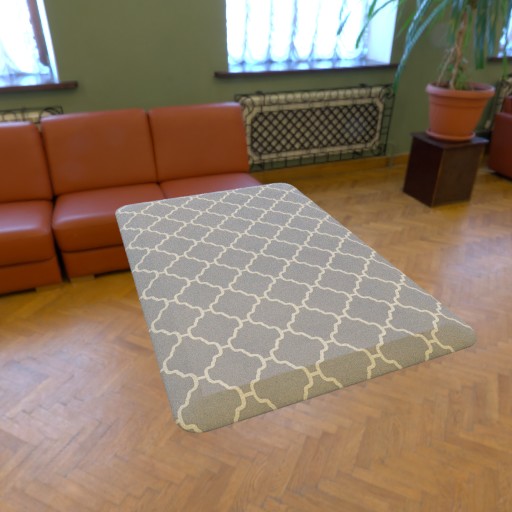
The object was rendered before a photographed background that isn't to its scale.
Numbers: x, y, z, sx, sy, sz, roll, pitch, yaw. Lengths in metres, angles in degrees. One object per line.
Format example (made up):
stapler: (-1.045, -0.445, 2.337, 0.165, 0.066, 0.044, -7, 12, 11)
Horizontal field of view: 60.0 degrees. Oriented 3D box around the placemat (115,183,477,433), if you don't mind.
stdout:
placemat: (0.000, 0.000, 0.941, 0.508, 0.021, 0.762, -11, 32, -18)
